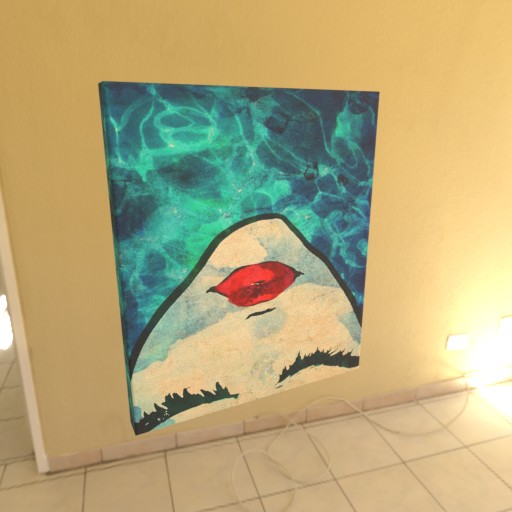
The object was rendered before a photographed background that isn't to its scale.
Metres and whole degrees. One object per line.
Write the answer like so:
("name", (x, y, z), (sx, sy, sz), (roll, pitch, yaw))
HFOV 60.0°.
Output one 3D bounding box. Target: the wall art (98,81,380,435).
("wall art", (0.000, 0.000, 0.715), (0.432, 0.508, 0.038), (-8, 19, -26))
